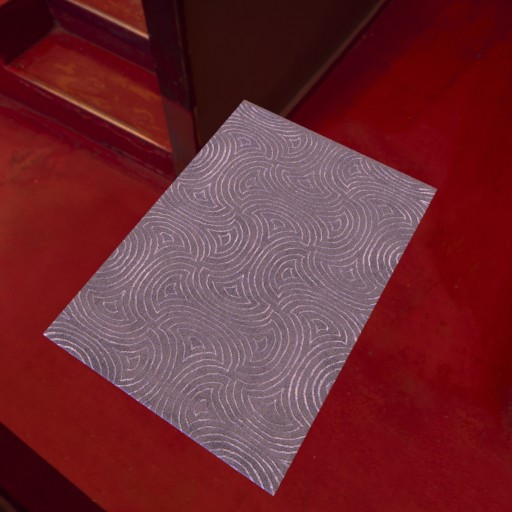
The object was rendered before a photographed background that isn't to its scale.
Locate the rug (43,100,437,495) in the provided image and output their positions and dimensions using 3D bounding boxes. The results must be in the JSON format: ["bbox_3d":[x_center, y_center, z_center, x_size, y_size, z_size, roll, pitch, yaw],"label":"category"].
[{"bbox_3d":[0.000,0.000,2.767,1.543,0.015,2.144,29,67,14],"label":"rug"}]
